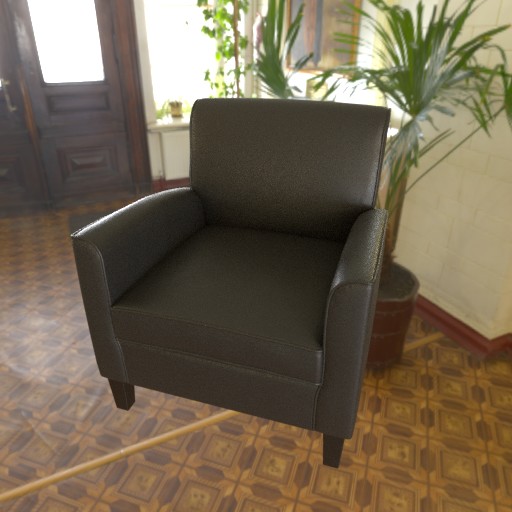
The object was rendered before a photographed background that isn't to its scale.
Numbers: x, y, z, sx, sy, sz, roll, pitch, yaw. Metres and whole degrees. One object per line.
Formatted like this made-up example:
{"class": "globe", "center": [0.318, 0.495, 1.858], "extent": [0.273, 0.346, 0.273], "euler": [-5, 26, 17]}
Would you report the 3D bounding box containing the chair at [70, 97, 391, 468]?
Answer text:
{"class": "chair", "center": [0.000, 0.000, 1.503], "extent": [0.820, 0.916, 0.819], "euler": [9, 28, 16]}
